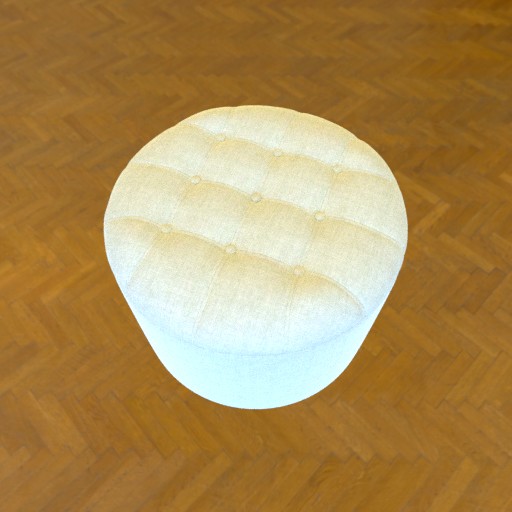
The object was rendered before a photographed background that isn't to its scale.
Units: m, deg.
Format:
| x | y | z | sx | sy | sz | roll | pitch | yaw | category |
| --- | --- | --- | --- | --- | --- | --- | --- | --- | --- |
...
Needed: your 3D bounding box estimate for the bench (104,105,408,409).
| x | y | z | sx | sy | sz | roll | pitch | yaw | category |
| --- | --- | --- | --- | --- | --- | --- | --- | --- | --- |
| 0.000 | 0.000 | 1.029 | 0.600 | 0.453 | 0.600 | 0 | 58 | 0 | bench |
